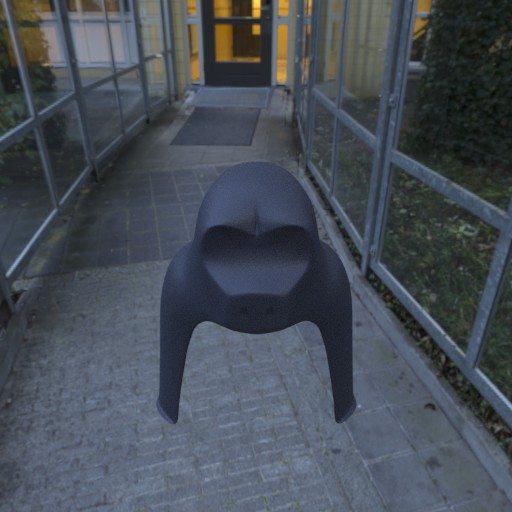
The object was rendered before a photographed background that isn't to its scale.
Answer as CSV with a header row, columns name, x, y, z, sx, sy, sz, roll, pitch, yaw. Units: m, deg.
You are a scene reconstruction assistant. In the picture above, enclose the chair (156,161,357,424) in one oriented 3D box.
name,x,y,z,sx,sy,sz,roll,pitch,yaw
chair,0.000,0.000,1.113,0.490,0.600,0.758,0,30,0
